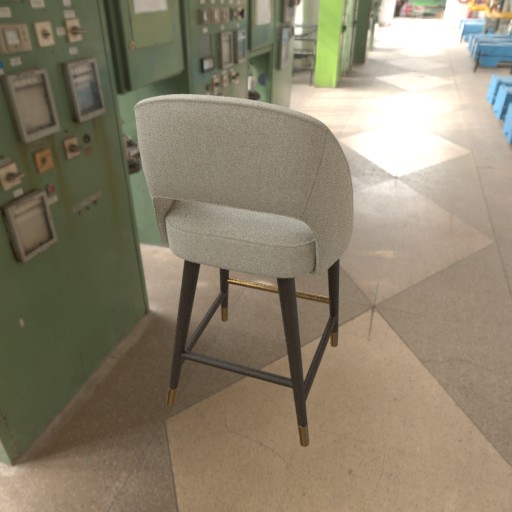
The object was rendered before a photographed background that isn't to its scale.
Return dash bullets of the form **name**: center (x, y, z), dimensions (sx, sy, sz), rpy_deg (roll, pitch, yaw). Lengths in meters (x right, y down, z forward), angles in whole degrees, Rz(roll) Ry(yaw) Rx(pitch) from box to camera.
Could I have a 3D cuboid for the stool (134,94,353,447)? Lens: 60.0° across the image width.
- **stool**: center (0.000, 0.000, 1.226), dimensions (0.494, 0.940, 0.509), rpy_deg (10, 33, 17)
